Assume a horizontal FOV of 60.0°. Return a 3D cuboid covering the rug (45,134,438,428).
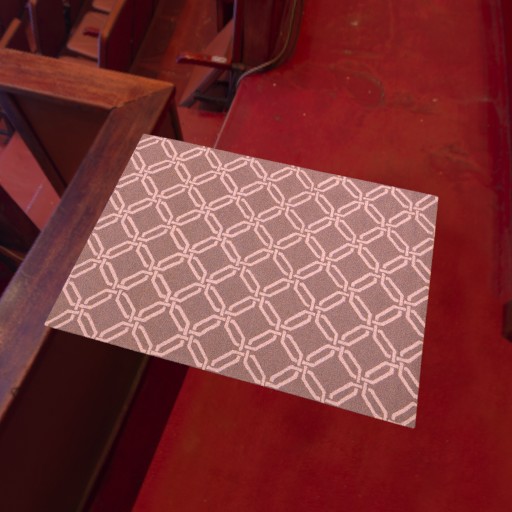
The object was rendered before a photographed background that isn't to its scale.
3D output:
[{"bbox_3d":[0.000,0.000,4.450,3.419,0.020,2.441,14,63,7],"label":"rug"}]
